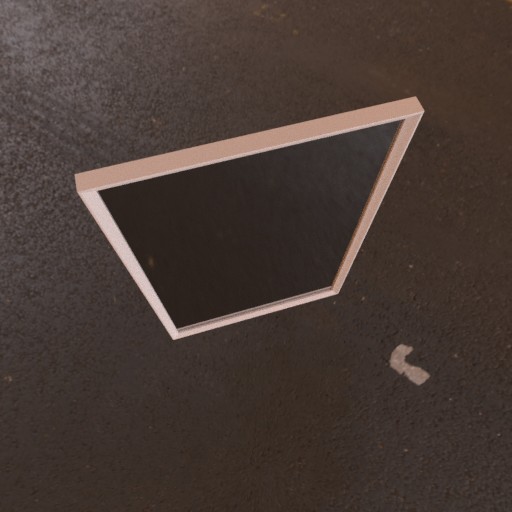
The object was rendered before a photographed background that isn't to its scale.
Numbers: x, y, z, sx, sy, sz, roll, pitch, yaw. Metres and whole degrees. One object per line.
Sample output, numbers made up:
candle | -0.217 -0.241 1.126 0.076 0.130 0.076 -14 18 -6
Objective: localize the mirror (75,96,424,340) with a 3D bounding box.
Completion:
mirror | 0.000 0.000 1.167 0.609 0.915 0.041 -15 65 -7
